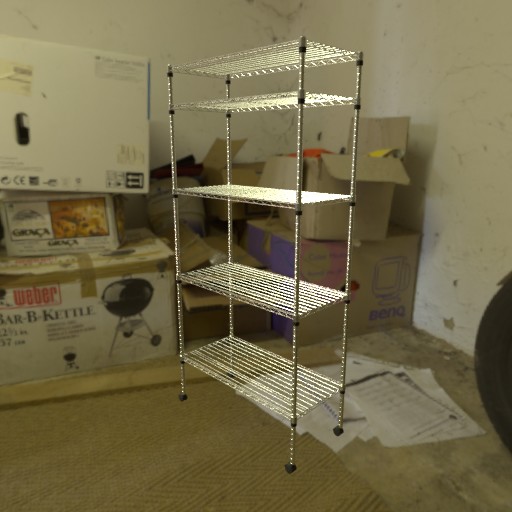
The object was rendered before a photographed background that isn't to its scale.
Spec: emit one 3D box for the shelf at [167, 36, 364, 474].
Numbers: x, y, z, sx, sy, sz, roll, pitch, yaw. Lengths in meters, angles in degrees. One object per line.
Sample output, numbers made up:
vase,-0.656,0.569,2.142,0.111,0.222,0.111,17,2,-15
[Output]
shelf,0.000,0.000,1.930,0.762,1.587,0.356,14,20,43
